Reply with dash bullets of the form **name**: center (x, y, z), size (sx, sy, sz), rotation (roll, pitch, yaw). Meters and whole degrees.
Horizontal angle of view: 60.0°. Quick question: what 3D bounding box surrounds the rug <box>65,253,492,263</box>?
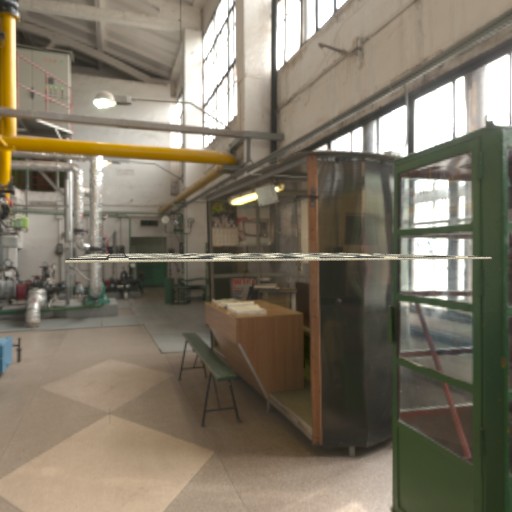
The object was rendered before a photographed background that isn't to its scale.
- **rug**: center (0.000, 0.000, 4.145), size (3.049, 0.021, 2.466), rotation (0, 1, -17)
